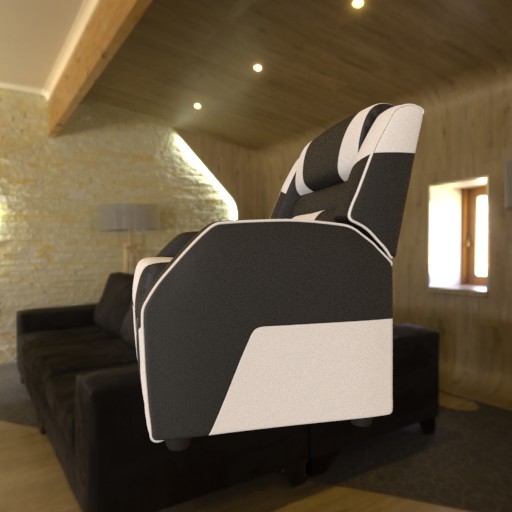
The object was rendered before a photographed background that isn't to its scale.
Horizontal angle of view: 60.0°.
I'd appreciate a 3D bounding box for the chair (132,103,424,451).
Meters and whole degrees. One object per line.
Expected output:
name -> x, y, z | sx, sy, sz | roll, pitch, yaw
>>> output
chair -> 0.000, 0.000, 1.259 | 0.672, 0.805, 0.620 | 0, 0, -17
